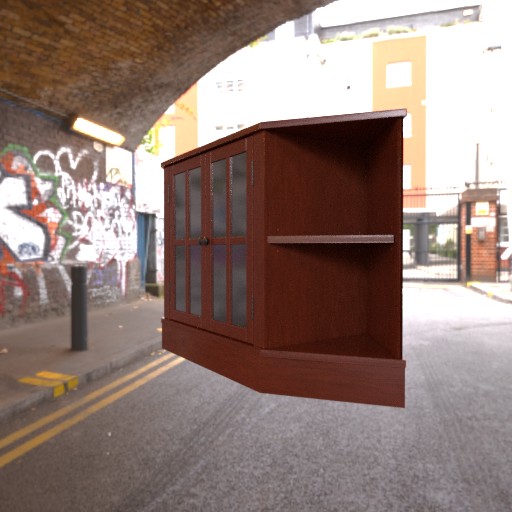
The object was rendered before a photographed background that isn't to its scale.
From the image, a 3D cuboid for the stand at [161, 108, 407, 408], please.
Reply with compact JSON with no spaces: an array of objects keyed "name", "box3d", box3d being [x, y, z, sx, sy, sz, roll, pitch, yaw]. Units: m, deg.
[{"name":"stand","box3d":[0.000,0.000,1.342,0.381,0.614,1.072,-1,1,-35]}]
